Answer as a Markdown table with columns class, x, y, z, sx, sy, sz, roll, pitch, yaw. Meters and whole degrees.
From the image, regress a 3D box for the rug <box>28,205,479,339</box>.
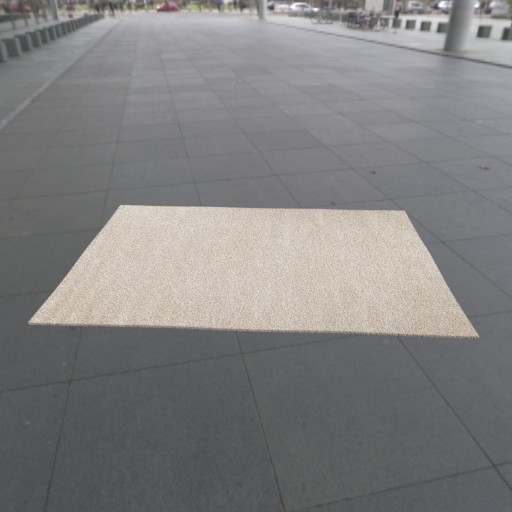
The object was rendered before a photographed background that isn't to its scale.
| class | x | y | z | sx | sy | sz | roll | pitch | yaw |
| --- | --- | --- | --- | --- | --- | --- | --- | --- | --- |
| rug | 0.000 | 0.000 | 3.430 | 2.699 | 0.025 | 1.800 | 1 | 30 | 2 |
